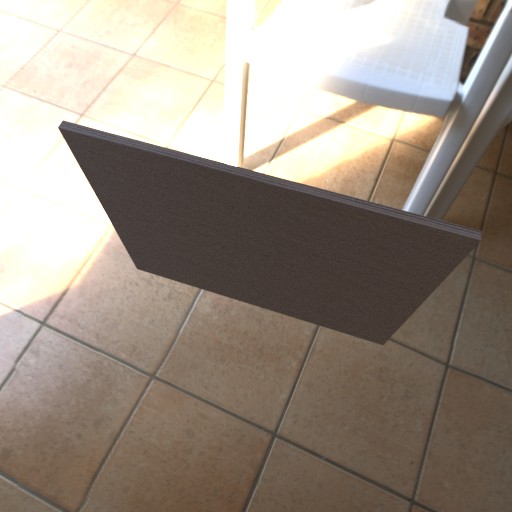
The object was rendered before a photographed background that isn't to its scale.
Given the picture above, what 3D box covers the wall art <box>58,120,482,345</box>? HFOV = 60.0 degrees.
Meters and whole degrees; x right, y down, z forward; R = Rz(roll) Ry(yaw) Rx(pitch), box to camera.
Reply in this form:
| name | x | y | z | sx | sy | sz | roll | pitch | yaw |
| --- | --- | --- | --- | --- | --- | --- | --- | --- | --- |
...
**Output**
| name | x | y | z | sx | sy | sz | roll | pitch | yaw |
| --- | --- | --- | --- | --- | --- | --- | --- | --- | --- |
| wall art | 0.000 | 0.000 | 0.691 | 0.508 | 0.406 | 0.013 | 16 | 64 | 8 |
